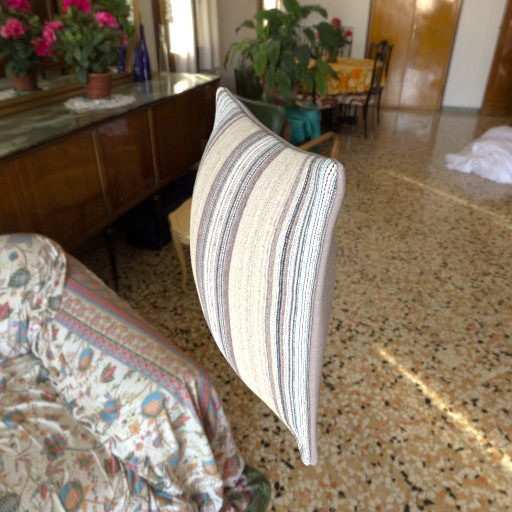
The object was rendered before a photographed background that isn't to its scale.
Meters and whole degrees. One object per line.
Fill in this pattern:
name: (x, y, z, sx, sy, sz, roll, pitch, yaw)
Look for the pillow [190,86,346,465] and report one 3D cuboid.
pillow: (0.000, 0.000, 0.660, 0.189, 0.416, 0.435, -9, 31, -15)
